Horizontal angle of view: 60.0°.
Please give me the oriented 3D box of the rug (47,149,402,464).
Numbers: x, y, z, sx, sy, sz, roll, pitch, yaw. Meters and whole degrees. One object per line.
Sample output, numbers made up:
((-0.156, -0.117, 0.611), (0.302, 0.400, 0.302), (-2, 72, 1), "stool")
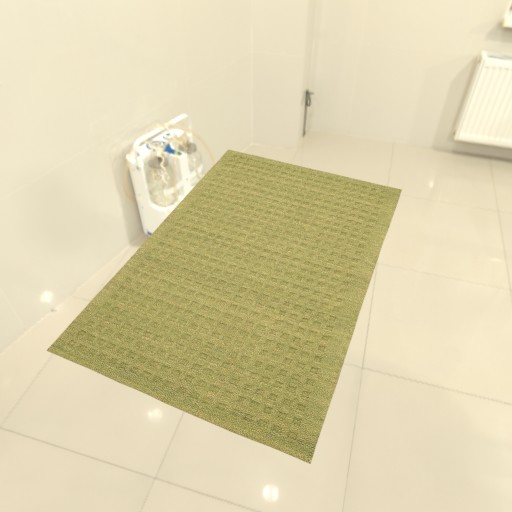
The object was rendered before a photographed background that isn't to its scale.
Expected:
((0.000, 0.000, 2.973), (1.529, 0.007, 2.297), (17, 47, 16), "rug")
